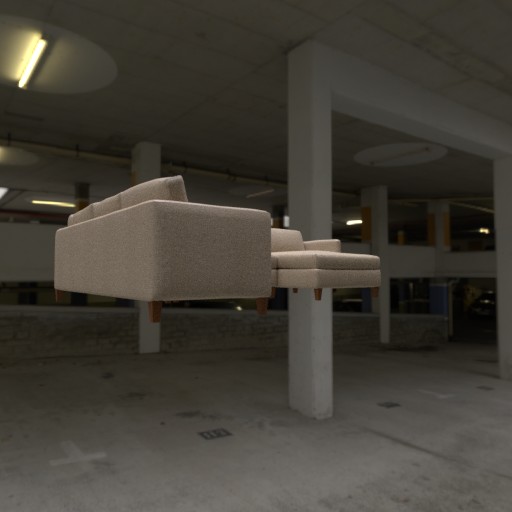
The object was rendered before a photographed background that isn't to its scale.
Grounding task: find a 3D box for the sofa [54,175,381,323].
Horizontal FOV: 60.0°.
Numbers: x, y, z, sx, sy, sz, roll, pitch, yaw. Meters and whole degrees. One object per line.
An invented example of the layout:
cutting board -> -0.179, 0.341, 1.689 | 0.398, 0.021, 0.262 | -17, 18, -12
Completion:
sofa -> 0.000, 0.000, 4.696 | 3.460, 0.961, 2.594 | 2, -3, -37
